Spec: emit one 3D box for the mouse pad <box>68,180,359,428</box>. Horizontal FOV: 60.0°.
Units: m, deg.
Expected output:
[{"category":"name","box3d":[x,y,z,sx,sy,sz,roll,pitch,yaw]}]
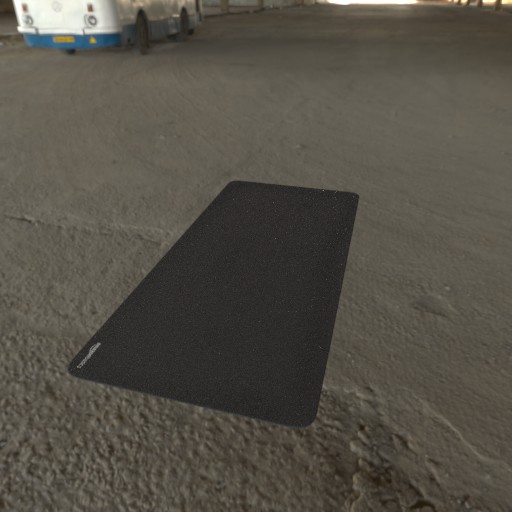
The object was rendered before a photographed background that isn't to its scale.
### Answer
[{"category":"mouse pad","box3d":[0.000,0.000,1.061,0.424,0.003,0.907,8,32,13]}]
